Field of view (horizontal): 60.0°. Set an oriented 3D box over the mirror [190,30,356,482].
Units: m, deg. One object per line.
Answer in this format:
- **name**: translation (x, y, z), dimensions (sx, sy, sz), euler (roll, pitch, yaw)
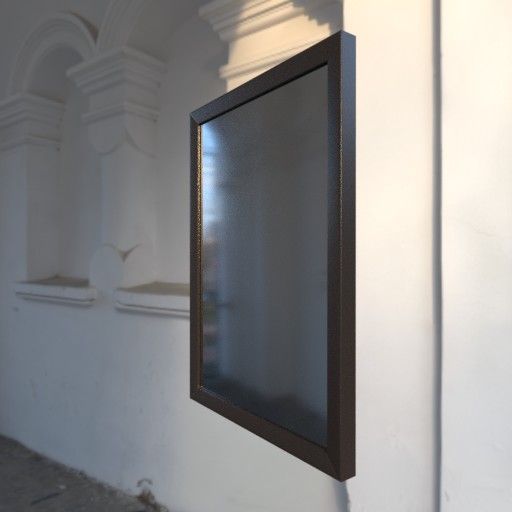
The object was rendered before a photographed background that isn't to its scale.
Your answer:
- **mirror**: translation (0.000, 0.000, 0.911), dimensions (0.040, 0.710, 0.507), euler (0, 0, -36)
